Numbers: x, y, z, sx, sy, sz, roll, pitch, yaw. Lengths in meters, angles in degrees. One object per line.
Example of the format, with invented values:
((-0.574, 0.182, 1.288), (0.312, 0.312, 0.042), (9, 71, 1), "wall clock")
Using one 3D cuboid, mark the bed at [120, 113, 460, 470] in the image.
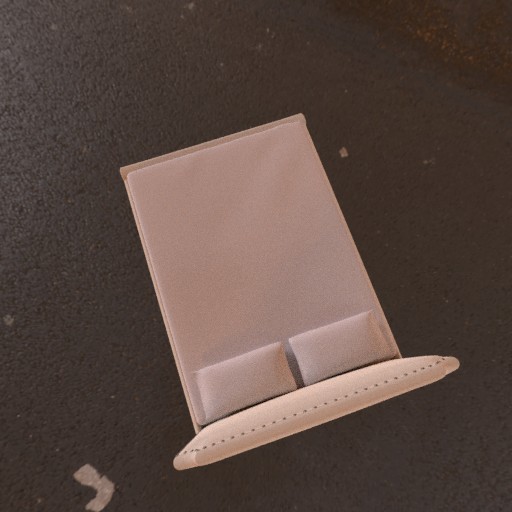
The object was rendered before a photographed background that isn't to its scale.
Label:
((0.000, 0.000, 3.330), (1.712, 1.443, 2.372), (-18, 76, -5), "bed")
